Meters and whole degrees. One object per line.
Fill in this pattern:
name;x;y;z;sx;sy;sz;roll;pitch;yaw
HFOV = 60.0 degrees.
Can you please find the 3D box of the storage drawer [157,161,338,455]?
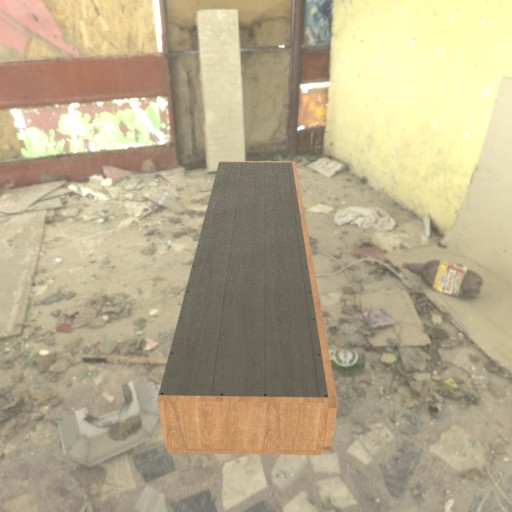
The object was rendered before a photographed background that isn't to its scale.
storage drawer;0.000;0.000;2.203;0.538;0.264;2.032;1;31;1
